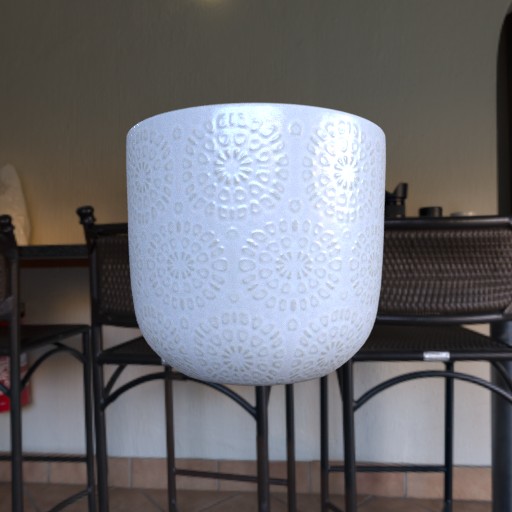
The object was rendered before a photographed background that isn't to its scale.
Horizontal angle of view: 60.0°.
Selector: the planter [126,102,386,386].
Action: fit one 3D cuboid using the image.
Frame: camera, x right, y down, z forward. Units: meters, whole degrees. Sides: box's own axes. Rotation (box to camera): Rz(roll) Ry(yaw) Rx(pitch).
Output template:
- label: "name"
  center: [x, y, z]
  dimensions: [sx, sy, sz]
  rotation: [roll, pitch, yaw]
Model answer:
- label: "planter"
  center: [0.000, 0.000, 0.303]
  dimensions: [0.170, 0.152, 0.170]
  rotation: [0, 0, 0]
